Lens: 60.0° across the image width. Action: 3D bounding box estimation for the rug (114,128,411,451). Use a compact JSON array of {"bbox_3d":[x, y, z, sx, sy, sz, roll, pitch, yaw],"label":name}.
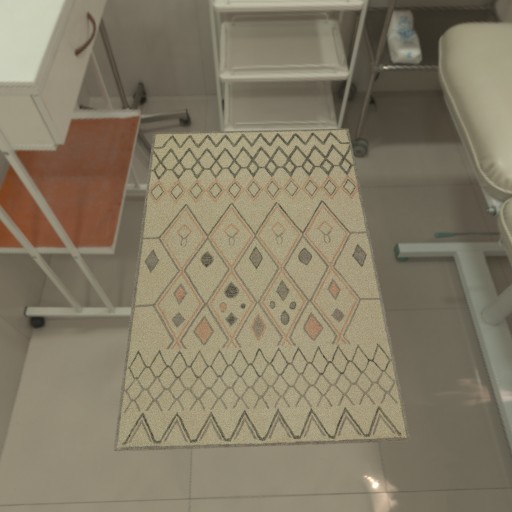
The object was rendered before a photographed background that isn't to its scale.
[{"bbox_3d":[0.000,0.000,2.292,1.219,0.016,1.829,-2,59,-1],"label":"rug"}]
